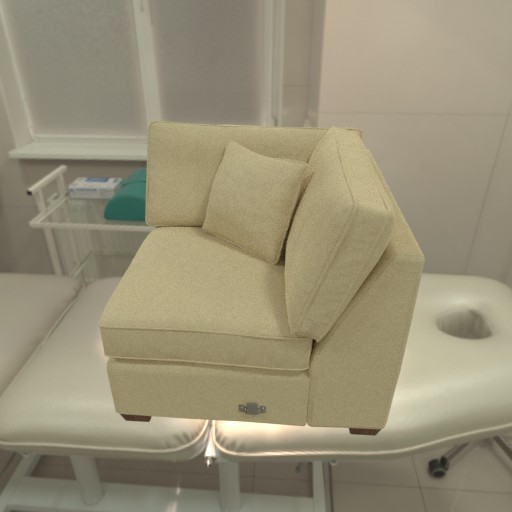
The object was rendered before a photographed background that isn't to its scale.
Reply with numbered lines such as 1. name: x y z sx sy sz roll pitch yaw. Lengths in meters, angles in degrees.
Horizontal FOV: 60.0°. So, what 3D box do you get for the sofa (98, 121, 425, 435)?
1. sofa: 0.000 0.000 1.947 1.084 1.002 1.146 2 30 3
